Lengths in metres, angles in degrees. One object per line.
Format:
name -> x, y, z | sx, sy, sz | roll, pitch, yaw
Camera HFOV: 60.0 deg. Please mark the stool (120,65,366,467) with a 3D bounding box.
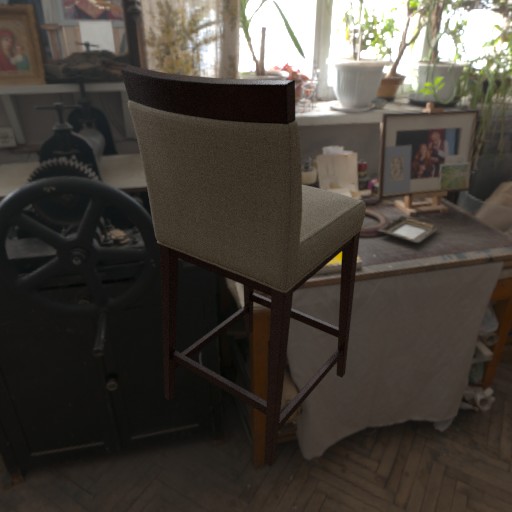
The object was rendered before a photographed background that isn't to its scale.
stool -> 0.000, 0.000, 1.271 | 0.463, 1.011, 0.480 | 20, 34, 32
